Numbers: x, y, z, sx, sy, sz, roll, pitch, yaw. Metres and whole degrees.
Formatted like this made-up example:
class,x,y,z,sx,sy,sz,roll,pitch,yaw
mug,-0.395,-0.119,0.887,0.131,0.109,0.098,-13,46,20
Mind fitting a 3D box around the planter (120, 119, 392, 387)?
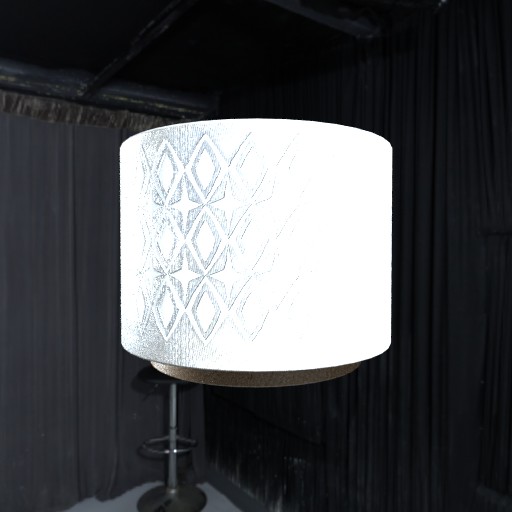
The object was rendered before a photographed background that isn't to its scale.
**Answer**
class,x,y,z,sx,sy,sz,roll,pitch,yaw
planter,0.000,0.000,0.319,0.186,0.144,0.186,0,1,0
